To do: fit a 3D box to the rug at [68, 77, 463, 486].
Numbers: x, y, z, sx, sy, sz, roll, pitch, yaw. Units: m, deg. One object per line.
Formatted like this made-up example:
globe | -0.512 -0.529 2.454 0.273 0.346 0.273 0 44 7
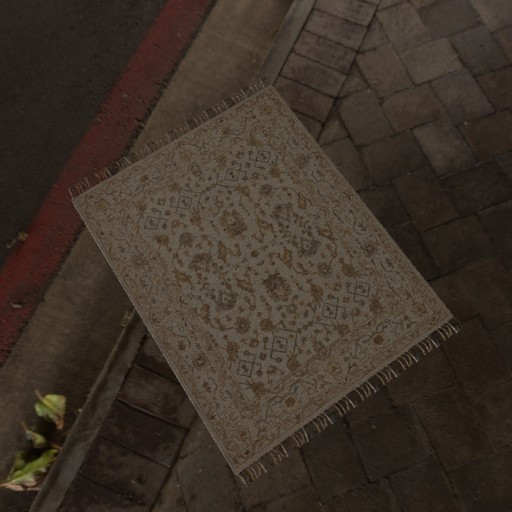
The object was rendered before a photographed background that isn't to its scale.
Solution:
rug | 0.000 0.000 2.251 1.278 0.009 1.726 -33 77 -9
